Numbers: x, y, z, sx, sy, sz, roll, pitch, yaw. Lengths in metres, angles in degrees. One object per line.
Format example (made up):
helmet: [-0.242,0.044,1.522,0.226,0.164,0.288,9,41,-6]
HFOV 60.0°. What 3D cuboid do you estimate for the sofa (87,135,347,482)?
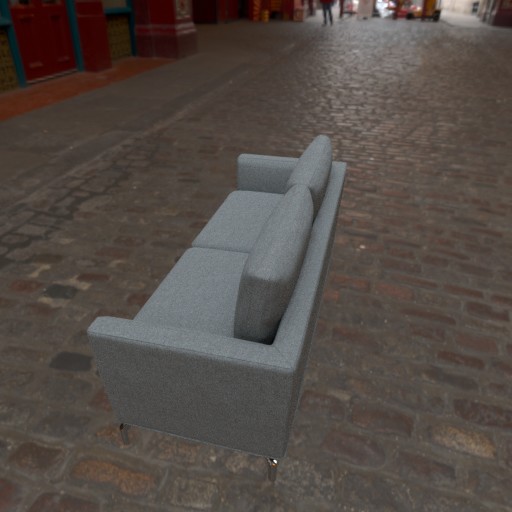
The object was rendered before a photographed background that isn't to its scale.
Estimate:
sofa: [0.000,0.000,2.690,0.869,1.002,2.212,8,33,12]
